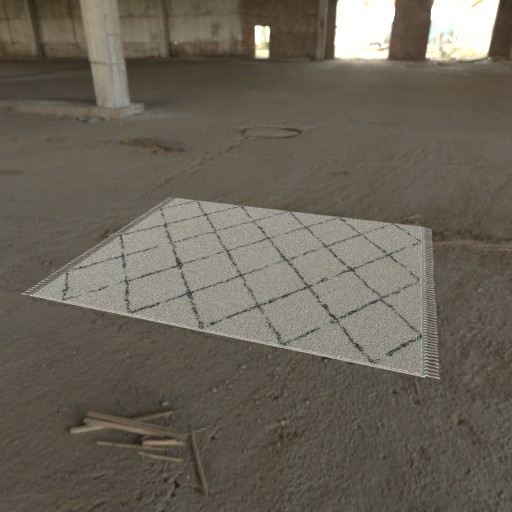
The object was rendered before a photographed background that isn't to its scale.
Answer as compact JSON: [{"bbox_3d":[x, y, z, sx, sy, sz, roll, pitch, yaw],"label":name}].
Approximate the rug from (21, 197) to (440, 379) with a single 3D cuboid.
[{"bbox_3d":[0.000,0.000,4.016,3.051,0.013,2.380,8,28,16],"label":"rug"}]
